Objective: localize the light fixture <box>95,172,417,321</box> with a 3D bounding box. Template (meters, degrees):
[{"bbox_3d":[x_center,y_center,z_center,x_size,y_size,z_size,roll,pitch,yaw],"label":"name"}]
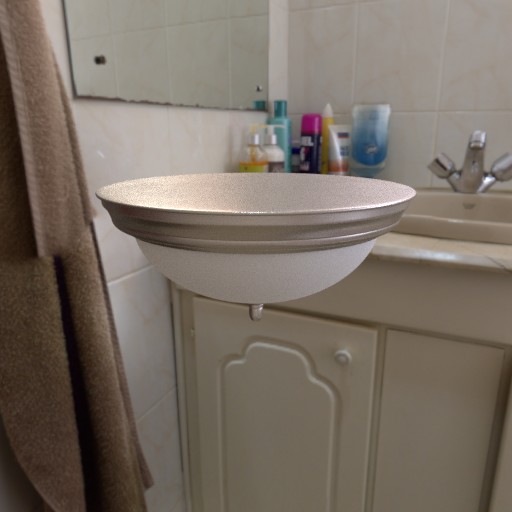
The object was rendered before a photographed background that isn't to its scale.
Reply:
[{"bbox_3d":[0.000,0.000,0.426,0.280,0.135,0.280,0,16,0],"label":"light fixture"}]
